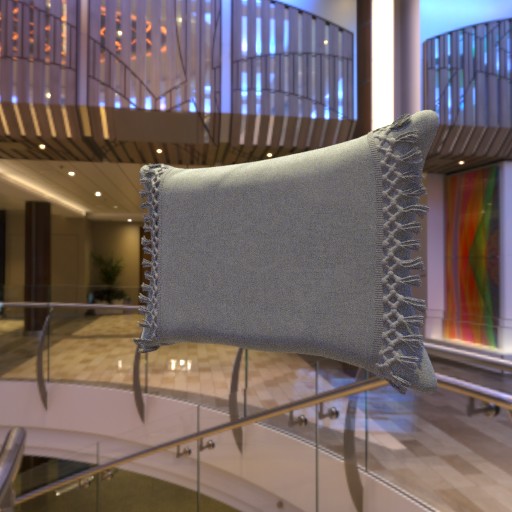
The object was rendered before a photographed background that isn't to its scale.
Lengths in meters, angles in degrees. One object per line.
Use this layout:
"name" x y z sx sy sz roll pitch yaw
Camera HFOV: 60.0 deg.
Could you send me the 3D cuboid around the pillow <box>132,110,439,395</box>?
"pillow" 0.000 0.000 0.593 0.466 0.305 0.084 -1 -1 36
